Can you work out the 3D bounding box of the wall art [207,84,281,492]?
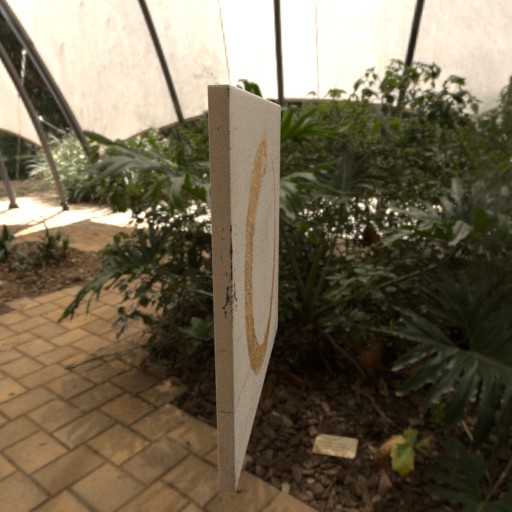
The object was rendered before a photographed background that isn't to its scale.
[{"bbox_3d":[0.000,0.000,1.135,0.038,0.762,0.762,3,16,9],"label":"wall art"}]
